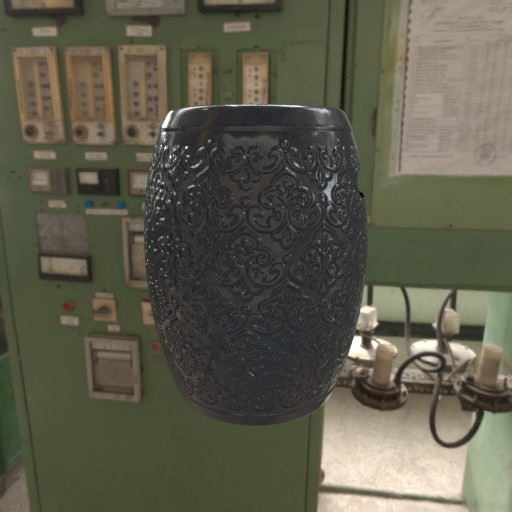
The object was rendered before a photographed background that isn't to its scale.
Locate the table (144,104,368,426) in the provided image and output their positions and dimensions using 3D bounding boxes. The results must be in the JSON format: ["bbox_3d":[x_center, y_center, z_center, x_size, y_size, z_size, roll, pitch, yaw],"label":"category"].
[{"bbox_3d":[0.000,0.000,0.634,0.309,0.397,0.309,0,15,0],"label":"table"}]
